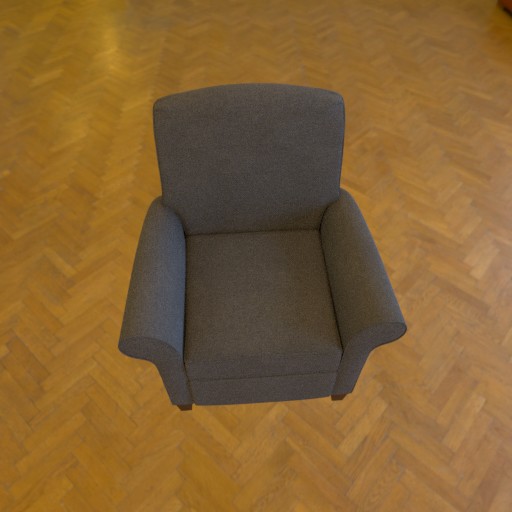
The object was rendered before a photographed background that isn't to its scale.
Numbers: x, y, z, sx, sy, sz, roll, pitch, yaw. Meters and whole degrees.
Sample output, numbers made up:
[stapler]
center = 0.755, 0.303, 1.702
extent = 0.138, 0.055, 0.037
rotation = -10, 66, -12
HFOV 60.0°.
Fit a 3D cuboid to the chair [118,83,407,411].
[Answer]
[chair]
center = 0.000, 0.000, 1.825
extent = 0.978, 1.061, 0.905
rotation = -3, 48, -3
